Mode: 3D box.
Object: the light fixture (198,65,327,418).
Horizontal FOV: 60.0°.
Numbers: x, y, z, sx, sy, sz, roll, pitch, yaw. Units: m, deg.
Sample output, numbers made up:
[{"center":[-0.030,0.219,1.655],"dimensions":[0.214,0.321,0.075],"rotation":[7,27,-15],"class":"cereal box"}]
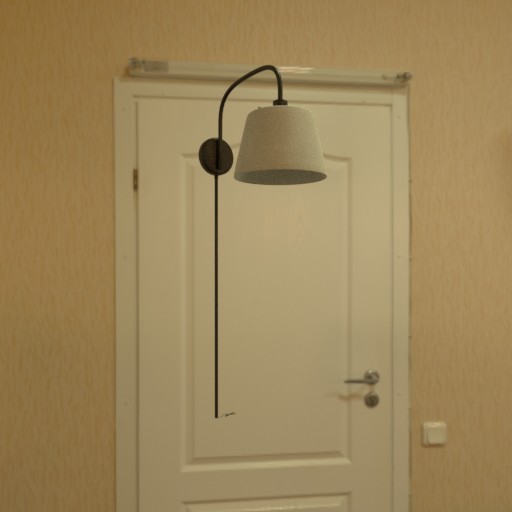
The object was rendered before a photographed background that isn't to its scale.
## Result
[{"center":[0.000,0.000,0.474],"dimensions":[0.092,0.399,0.176],"rotation":[0,0,-35],"class":"light fixture"}]
